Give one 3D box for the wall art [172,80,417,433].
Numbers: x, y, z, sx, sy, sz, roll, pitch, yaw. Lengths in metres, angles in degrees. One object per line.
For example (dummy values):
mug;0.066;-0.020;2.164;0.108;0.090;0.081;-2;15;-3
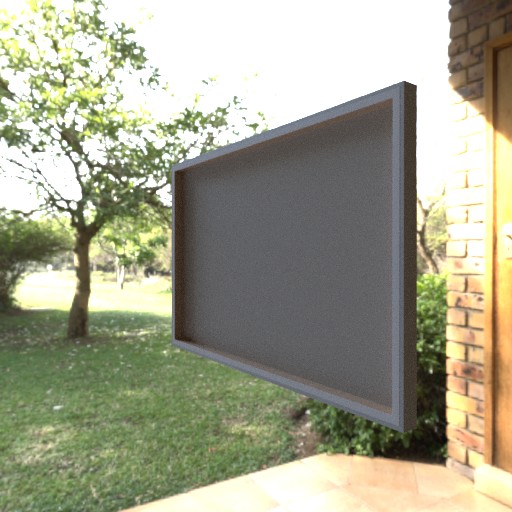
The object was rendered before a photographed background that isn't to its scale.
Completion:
wall art;0.000;0.000;1.146;0.038;0.610;0.915;0;0;-36
